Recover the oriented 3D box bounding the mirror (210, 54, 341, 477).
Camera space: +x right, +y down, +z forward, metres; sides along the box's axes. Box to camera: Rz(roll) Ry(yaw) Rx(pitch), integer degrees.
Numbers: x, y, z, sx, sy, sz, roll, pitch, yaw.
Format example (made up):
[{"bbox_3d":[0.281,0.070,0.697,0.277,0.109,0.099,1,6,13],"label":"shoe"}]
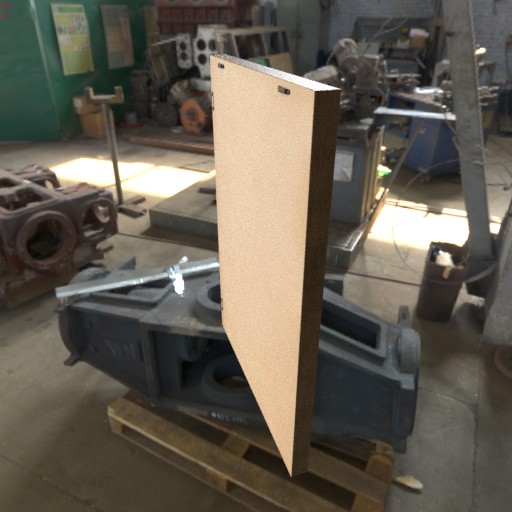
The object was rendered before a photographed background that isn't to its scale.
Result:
[{"bbox_3d":[0.000,0.000,0.902,0.040,0.710,0.507,-10,30,-17],"label":"mirror"}]
